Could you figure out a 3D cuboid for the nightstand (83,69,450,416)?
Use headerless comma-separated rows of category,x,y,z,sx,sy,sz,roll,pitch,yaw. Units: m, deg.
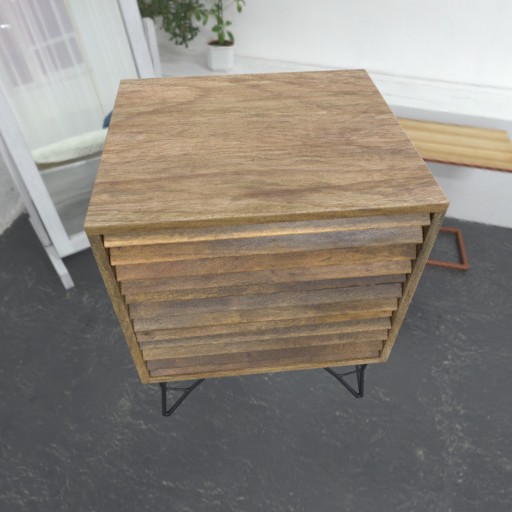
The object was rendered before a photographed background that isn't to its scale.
nightstand,0.000,0.000,0.884,0.457,0.559,0.406,-4,46,-4
